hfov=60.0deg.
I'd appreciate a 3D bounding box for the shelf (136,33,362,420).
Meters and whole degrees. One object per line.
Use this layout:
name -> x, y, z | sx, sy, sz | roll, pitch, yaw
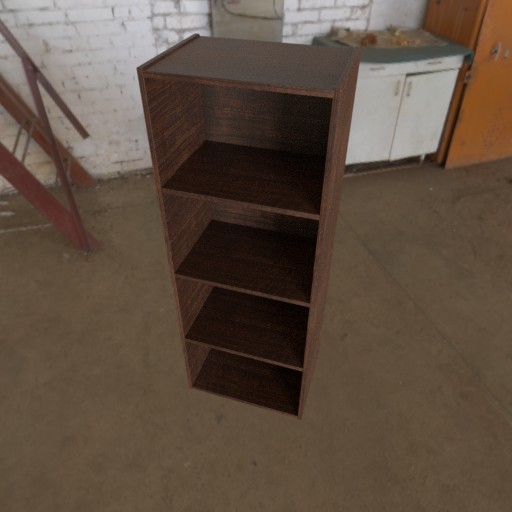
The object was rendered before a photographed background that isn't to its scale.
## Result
shelf -> 0.000, 0.000, 1.293 | 0.415, 1.099, 0.290 | 11, 41, 14
